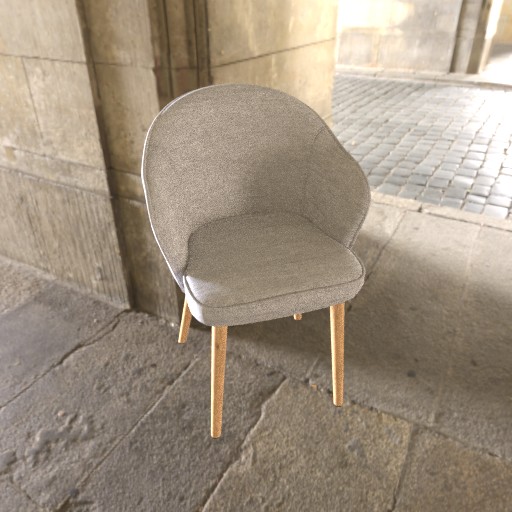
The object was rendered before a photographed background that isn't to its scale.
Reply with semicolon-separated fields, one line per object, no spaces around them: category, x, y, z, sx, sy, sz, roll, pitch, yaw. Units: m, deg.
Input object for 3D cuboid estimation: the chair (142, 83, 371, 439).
chair;0.000;0.000;1.205;0.540;0.800;0.530;-9;32;-14
